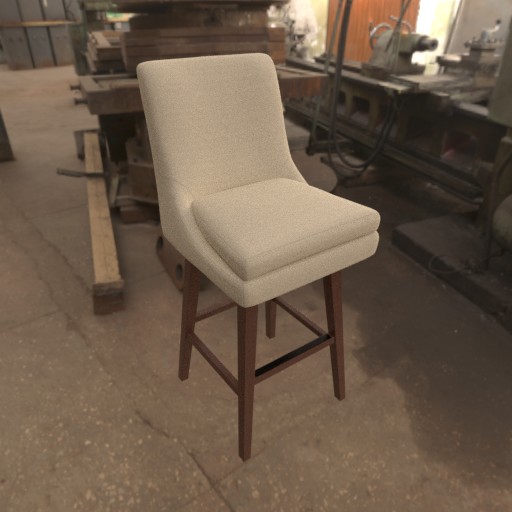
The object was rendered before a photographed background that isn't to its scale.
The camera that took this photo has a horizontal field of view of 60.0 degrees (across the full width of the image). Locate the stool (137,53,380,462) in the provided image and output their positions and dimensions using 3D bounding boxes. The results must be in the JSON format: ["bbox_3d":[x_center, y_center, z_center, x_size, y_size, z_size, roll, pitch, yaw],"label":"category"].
[{"bbox_3d":[0.000,0.000,1.373,0.483,1.093,0.559,-20,35,-30],"label":"stool"}]
